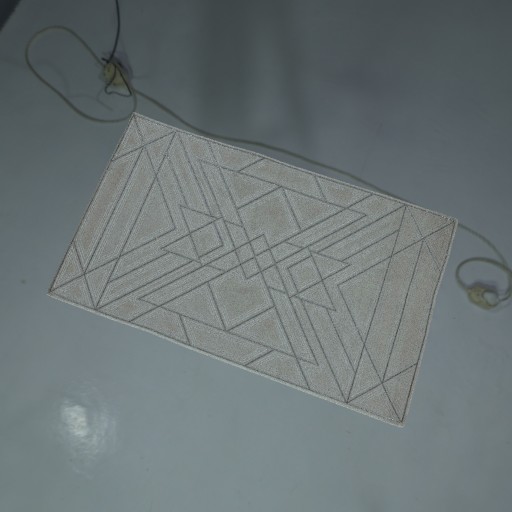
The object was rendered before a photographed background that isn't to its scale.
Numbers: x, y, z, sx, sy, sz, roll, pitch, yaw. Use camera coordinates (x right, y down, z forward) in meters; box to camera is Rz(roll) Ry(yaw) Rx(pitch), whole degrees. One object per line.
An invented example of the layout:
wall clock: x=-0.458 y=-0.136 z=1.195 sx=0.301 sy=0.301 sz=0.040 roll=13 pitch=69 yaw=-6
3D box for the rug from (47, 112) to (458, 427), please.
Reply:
rug: x=0.000 y=0.000 z=1.061 sx=0.869 sy=0.008 sz=0.511 roll=19 pitch=76 yaw=5
